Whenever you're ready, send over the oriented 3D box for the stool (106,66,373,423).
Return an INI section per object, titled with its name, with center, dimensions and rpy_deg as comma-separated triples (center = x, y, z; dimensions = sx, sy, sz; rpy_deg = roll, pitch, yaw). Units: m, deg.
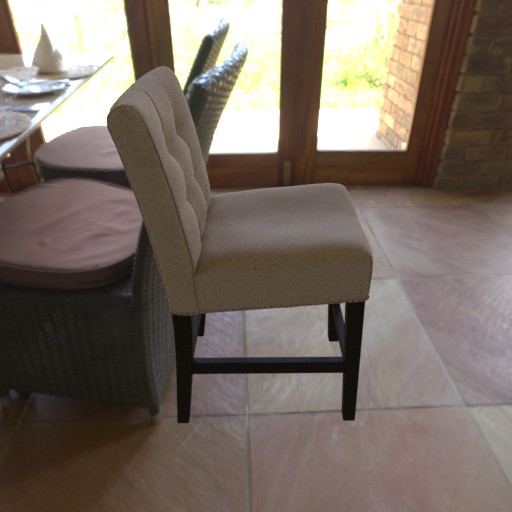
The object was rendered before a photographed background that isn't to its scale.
[stool]
center = 0.000, 0.000, 1.185
dimensions = 0.571, 0.885, 0.427
rpy_deg = 0, 32, 0
